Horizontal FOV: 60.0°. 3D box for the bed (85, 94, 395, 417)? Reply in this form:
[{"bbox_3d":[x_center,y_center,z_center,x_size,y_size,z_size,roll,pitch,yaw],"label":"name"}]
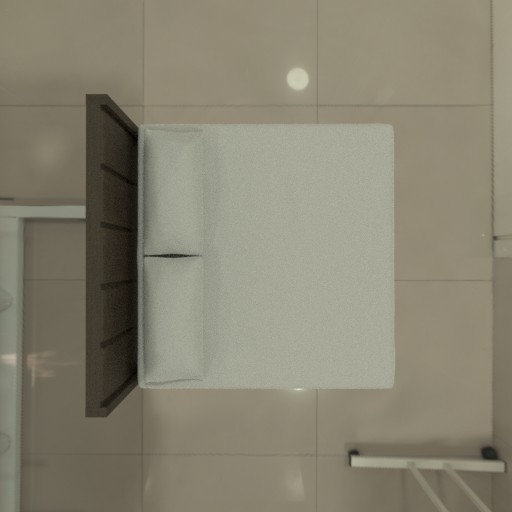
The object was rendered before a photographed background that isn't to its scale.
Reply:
[{"bbox_3d":[0.000,0.000,3.541,2.238,1.261,2.143,0,90,0],"label":"bed"}]
